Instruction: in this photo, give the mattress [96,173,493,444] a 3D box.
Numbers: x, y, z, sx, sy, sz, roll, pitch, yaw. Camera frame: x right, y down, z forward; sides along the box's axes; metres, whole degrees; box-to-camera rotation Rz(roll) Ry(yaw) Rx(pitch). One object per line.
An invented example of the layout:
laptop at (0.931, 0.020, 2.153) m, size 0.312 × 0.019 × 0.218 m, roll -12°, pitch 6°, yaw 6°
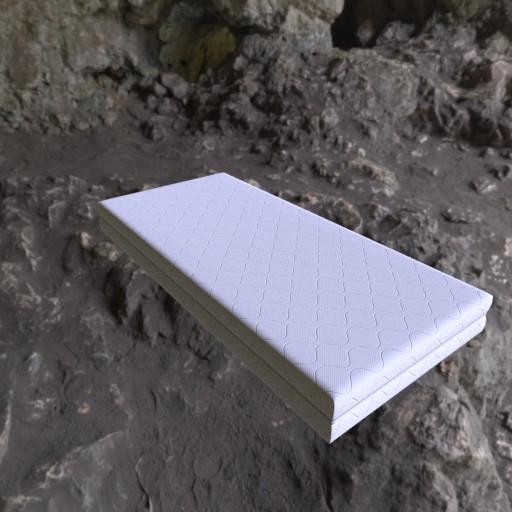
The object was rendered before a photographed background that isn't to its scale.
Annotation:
mattress at (0.000, 0.000, 2.196) m, size 0.900 × 0.200 × 1.900 m, roll -20°, pitch 35°, yaw -32°
